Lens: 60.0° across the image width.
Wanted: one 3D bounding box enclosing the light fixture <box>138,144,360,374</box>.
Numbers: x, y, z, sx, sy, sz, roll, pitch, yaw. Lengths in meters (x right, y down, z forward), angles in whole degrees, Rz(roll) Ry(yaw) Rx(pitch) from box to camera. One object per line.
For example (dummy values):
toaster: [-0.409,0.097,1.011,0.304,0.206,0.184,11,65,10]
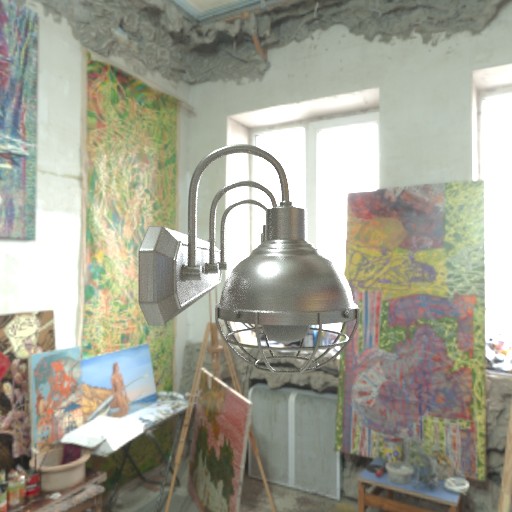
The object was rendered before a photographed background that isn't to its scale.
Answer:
light fixture: [0.000,0.000,0.744,0.229,0.254,0.634,0,0,0]
